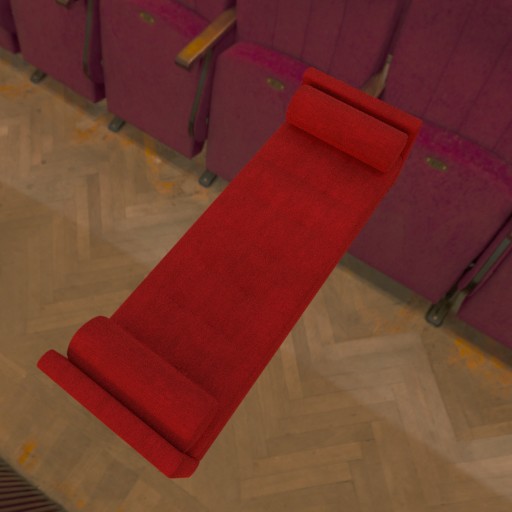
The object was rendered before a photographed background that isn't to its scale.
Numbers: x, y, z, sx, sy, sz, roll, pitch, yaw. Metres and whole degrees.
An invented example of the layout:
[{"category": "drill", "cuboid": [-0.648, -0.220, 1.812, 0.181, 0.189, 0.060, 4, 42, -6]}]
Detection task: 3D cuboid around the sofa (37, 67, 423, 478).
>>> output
[{"category": "sofa", "cuboid": [0.000, 0.000, 2.230, 0.686, 0.635, 1.981, 32, 68, 15]}]
